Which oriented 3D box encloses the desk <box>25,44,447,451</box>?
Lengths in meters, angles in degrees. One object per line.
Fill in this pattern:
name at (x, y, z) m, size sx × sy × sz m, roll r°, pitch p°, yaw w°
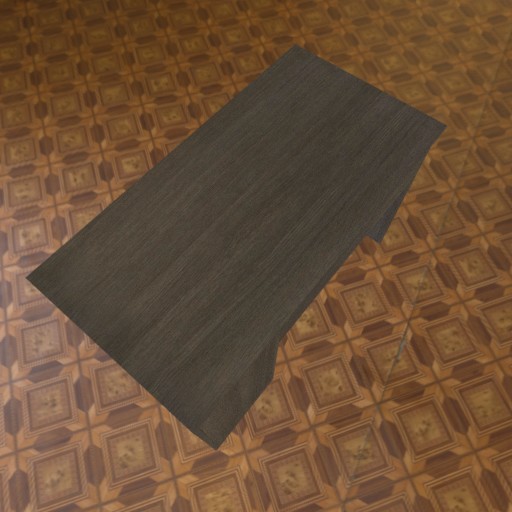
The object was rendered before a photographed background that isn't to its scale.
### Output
desk at (0.000, 0.000, 1.517) m, size 0.560 × 0.730 × 1.096 m, roll 36°, pitch 69°, yaw 17°
